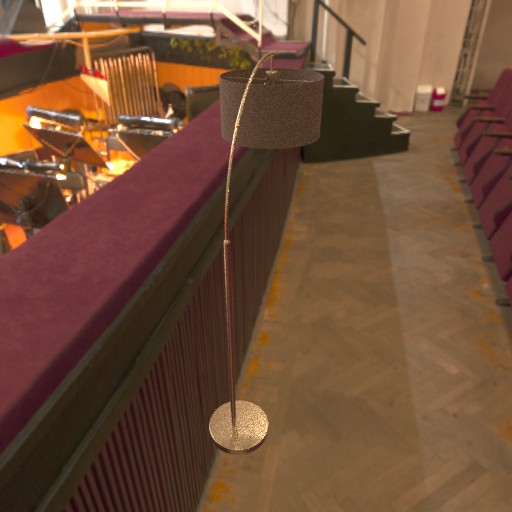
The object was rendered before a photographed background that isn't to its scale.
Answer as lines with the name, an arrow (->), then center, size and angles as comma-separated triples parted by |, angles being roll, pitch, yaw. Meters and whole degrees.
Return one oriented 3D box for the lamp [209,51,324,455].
lamp -> 0.000, 0.000, 2.120 | 0.452, 1.735, 0.934 | 8, 32, 14
